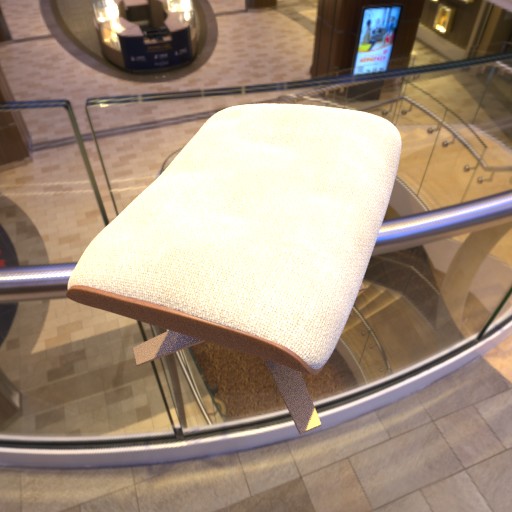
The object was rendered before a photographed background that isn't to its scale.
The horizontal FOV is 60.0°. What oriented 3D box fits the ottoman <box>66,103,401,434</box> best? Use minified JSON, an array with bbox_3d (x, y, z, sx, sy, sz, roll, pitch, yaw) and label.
[{"bbox_3d":[0.000,0.000,0.804,0.394,0.391,0.520,17,49,16],"label":"ottoman"}]
